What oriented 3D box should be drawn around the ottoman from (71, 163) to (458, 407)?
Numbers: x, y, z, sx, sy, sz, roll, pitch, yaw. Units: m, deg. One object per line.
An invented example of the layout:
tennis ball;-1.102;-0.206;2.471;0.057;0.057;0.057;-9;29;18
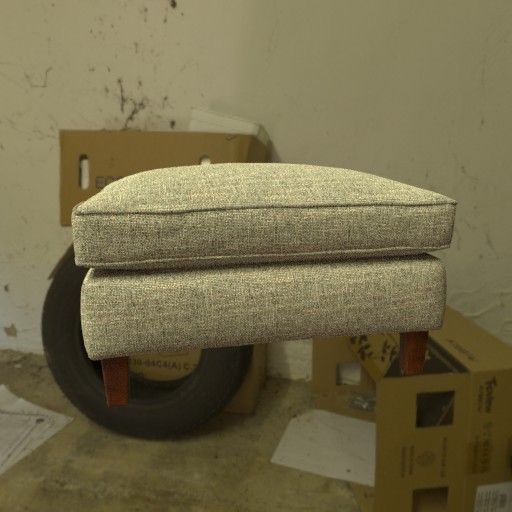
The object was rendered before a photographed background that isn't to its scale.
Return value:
ottoman;0.000;0.000;0.992;0.686;0.406;0.508;-3;15;-11
